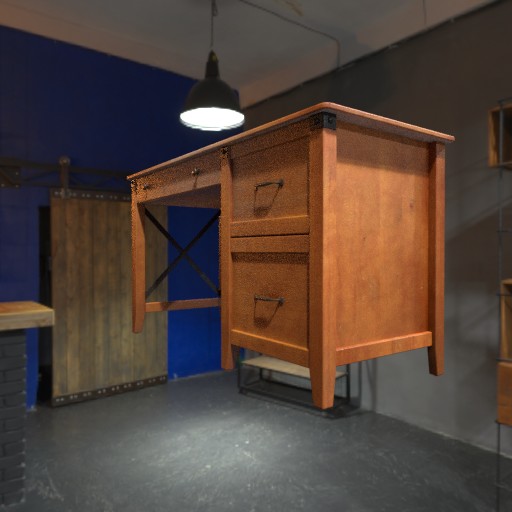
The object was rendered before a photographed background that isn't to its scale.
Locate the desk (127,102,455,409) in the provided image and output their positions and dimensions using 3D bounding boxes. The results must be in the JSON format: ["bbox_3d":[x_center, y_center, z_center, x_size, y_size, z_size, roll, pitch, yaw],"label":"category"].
[{"bbox_3d":[0.000,0.000,1.774,0.574,0.756,1.353,0,1,-36],"label":"desk"}]
